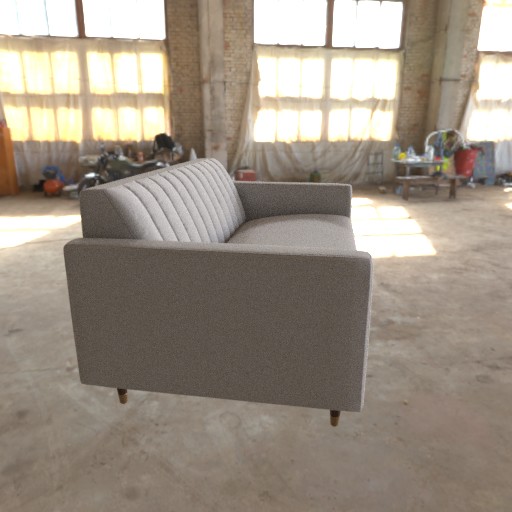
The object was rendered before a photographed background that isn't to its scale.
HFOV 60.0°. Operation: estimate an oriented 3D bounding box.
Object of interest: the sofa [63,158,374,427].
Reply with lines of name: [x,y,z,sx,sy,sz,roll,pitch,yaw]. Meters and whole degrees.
sofa: [0.000,0.000,2.088,0.950,0.801,1.585,3,17,9]
